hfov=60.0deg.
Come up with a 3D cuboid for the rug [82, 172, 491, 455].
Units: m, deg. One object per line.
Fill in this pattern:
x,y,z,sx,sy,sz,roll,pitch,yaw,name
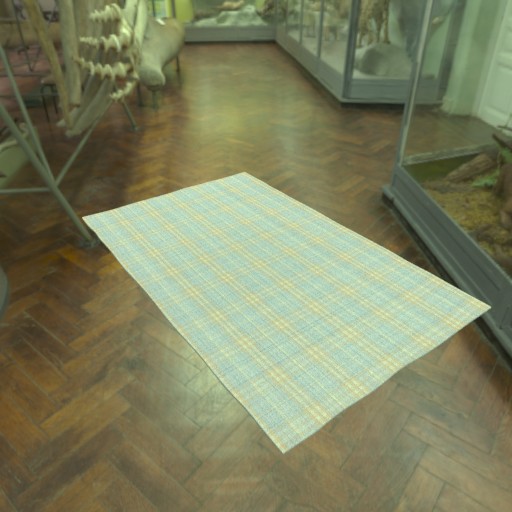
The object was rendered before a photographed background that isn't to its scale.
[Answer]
0.000,0.000,2.977,1.545,0.016,2.460,-22,39,-30,rug
